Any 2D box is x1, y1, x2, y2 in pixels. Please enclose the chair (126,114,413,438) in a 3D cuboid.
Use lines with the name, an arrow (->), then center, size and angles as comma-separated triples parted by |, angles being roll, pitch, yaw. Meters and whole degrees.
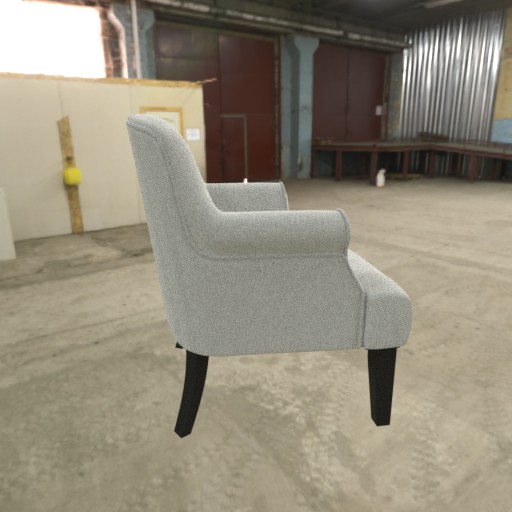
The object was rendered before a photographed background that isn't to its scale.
chair -> 0.000, 0.000, 1.450 | 0.750, 0.875, 0.781 | -3, 16, -9
